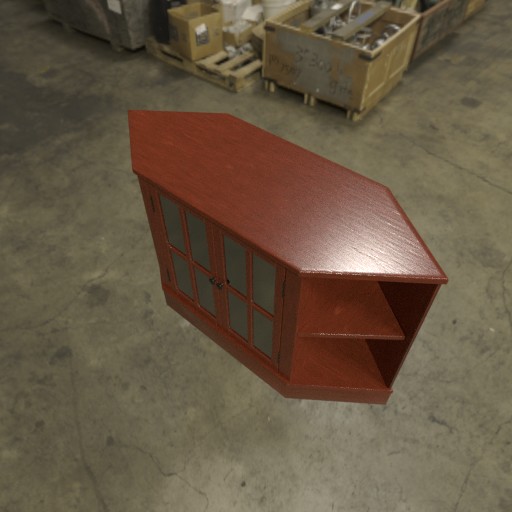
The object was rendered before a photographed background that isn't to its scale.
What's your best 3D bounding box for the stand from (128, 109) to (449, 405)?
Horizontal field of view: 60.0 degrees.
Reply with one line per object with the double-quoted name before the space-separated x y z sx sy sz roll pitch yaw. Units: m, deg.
"stand" 0.000 0.000 1.392 1.072 0.614 0.381 32 55 26
